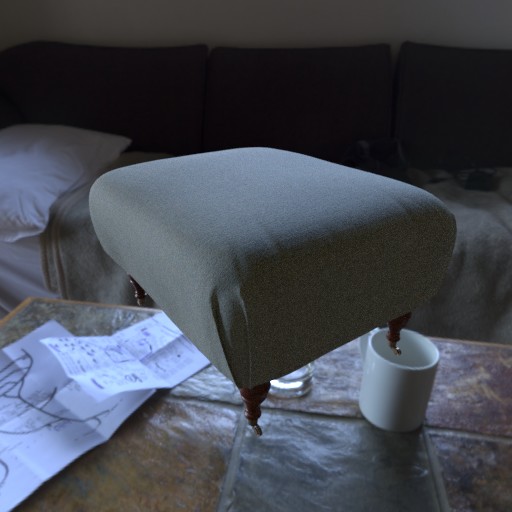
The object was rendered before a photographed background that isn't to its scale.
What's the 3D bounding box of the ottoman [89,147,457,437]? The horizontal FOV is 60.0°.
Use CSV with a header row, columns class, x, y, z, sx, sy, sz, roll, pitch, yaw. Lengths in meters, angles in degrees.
class,x,y,z,sx,sy,sz,roll,pitch,yaw
ottoman,0.000,0.000,1.120,0.622,0.450,0.747,-17,31,-32
